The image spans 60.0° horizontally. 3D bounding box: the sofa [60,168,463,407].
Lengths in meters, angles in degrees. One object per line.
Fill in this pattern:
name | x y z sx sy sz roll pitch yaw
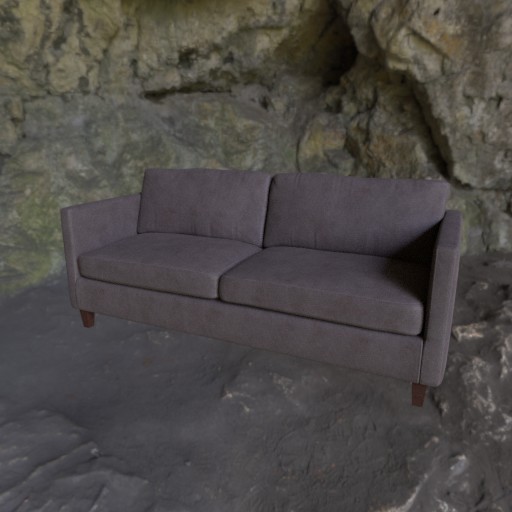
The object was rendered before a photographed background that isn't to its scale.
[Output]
sofa | 0.000 0.000 2.661 2.208 0.965 0.951 7 18 24
